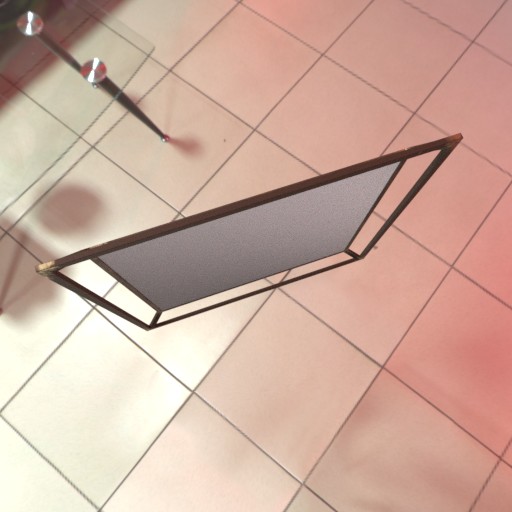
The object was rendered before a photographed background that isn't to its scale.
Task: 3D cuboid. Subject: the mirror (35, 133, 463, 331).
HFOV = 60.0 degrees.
[{"bbox_3d":[0.000,0.000,0.896,0.610,0.610,0.032,-18,74,-5],"label":"mirror"}]
